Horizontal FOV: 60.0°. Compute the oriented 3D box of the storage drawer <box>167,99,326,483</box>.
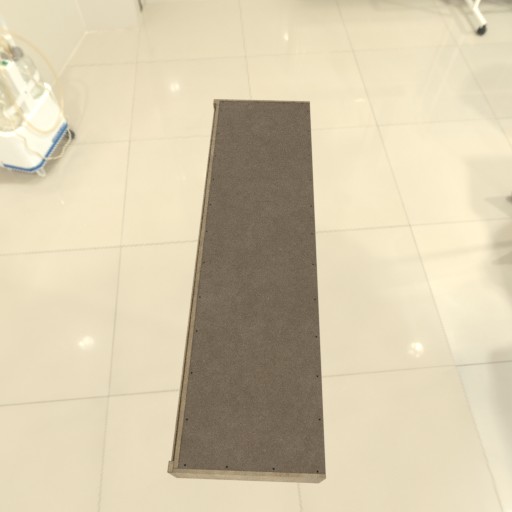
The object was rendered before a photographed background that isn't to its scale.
[{"bbox_3d":[0.000,0.000,2.298,0.591,0.274,2.072,2,59,1],"label":"storage drawer"}]
